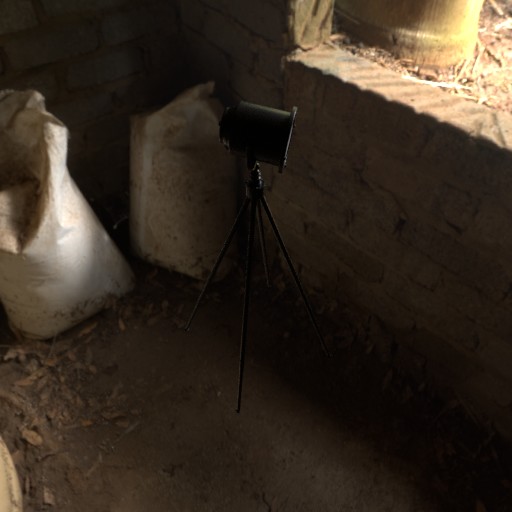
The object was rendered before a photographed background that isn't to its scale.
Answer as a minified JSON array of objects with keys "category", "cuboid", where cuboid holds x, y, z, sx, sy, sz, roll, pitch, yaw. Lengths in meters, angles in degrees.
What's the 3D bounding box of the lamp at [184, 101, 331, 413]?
[{"category":"lamp","cuboid":[0.000,0.000,2.070,0.884,1.504,0.879,9,47,8]}]
